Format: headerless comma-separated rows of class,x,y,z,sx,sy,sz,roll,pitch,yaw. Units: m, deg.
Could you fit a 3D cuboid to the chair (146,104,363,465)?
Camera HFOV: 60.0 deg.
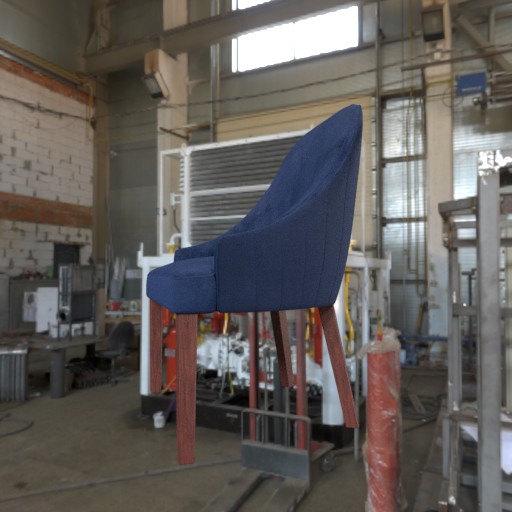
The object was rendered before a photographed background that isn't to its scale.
chair,0.000,0.000,1.299,0.575,0.889,0.643,1,-2,-19
